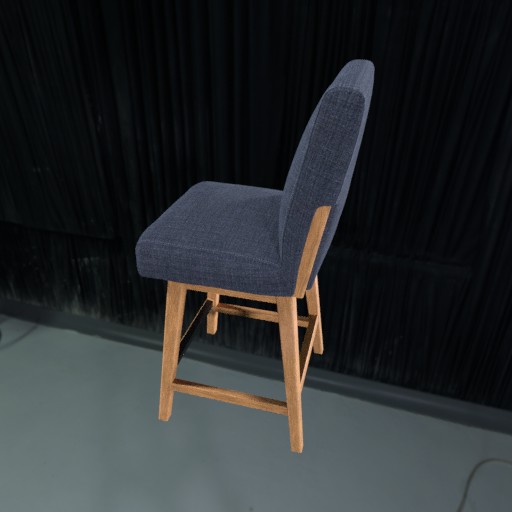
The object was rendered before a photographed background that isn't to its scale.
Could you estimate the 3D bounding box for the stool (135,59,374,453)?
[{"bbox_3d":[0.000,0.000,1.267,0.526,1.010,0.459,8,31,13],"label":"stool"}]
